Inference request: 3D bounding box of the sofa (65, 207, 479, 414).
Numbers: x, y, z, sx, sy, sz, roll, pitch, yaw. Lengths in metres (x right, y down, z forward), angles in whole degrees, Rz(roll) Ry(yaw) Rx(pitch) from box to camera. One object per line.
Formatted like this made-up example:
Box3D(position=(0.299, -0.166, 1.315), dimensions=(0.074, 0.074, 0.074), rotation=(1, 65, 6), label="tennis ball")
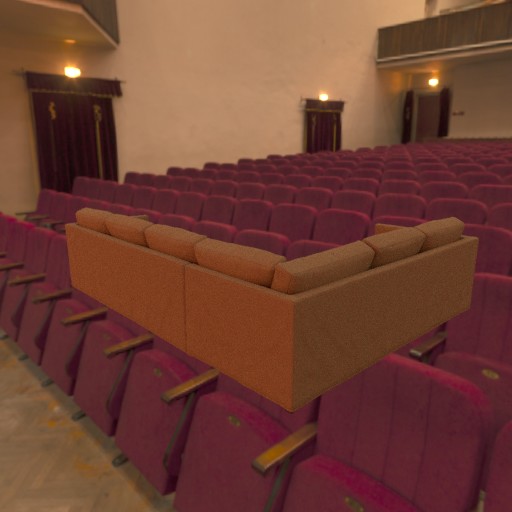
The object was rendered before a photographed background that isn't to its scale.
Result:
Box3D(position=(0.000, 0.000, 4.285), dimensions=(2.432, 0.871, 3.182), rotation=(-13, 19, -41), label="sofa")
